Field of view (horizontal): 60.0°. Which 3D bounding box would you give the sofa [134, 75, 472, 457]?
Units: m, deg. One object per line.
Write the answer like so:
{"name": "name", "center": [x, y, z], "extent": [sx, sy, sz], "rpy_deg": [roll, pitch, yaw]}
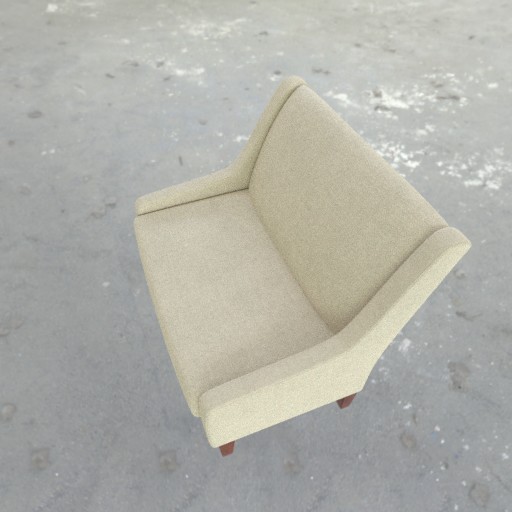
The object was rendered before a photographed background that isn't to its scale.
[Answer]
{"name": "sofa", "center": [0.000, 0.000, 1.937], "extent": [0.946, 0.976, 1.212], "rpy_deg": [-16, 49, -15]}
